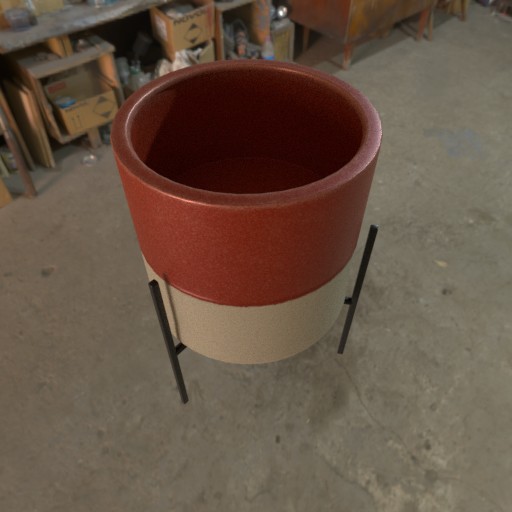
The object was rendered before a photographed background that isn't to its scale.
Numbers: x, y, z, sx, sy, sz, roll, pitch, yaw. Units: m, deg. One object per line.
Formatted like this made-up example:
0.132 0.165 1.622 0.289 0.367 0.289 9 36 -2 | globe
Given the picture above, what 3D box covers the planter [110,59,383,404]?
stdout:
0.000 0.000 0.513 0.251 0.354 0.235 9 48 8 | planter
